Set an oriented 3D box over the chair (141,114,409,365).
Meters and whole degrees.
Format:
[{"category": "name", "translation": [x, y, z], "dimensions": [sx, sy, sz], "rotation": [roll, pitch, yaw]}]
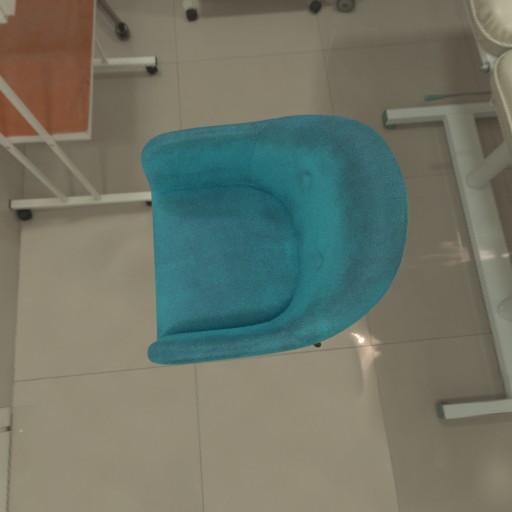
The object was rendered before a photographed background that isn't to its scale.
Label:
[{"category": "chair", "translation": [0.000, 0.000, 1.178], "dimensions": [0.570, 0.780, 0.540], "rotation": [-6, 74, -2]}]
